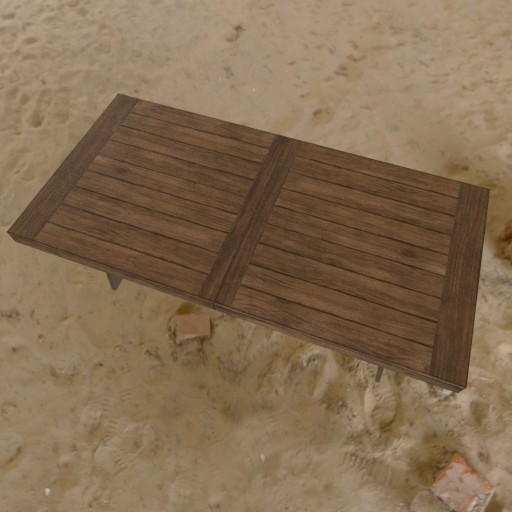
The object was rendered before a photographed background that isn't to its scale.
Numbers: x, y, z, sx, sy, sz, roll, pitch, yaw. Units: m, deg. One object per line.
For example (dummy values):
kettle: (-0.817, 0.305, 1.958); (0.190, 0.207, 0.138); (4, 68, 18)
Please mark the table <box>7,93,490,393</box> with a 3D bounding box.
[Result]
table: (0.000, 0.000, 2.227); (1.867, 0.757, 0.931); (17, 60, 10)
